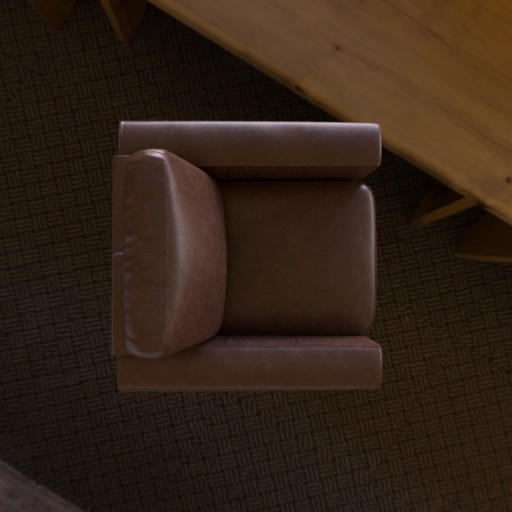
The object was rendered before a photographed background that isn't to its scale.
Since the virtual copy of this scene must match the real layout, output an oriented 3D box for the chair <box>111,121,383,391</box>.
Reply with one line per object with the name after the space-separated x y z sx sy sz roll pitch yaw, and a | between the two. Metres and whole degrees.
0.000 0.000 1.760 1.016 0.873 1.005 0 89 -2 | chair
